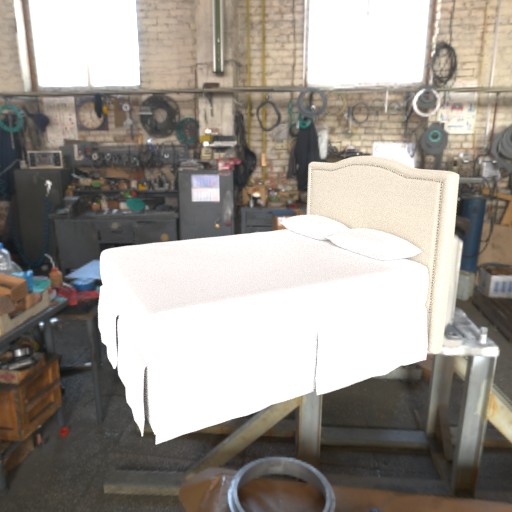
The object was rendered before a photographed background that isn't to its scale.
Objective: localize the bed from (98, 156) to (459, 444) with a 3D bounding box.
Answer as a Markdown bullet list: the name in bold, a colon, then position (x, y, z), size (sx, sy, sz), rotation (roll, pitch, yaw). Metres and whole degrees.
- **bed**: position (0.000, 0.000, 3.350), size (2.196, 1.449, 1.741), rotation (-7, 16, -26)
